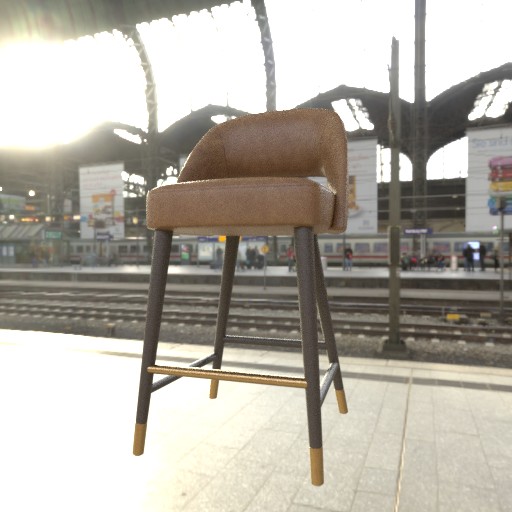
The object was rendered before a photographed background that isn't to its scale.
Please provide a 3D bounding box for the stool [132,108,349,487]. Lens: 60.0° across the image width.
[{"bbox_3d":[0.000,0.000,1.208,0.494,0.940,0.509,0,0,18],"label":"stool"}]
